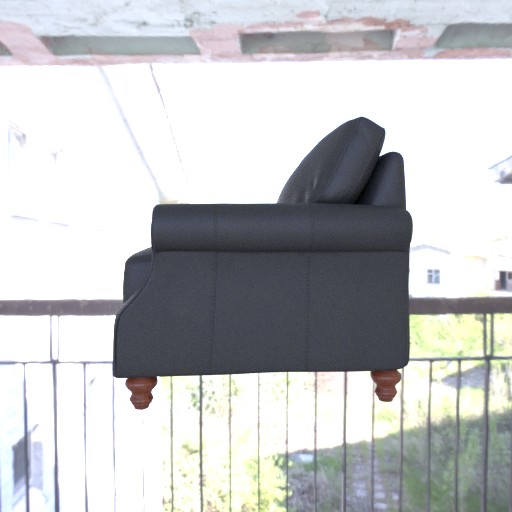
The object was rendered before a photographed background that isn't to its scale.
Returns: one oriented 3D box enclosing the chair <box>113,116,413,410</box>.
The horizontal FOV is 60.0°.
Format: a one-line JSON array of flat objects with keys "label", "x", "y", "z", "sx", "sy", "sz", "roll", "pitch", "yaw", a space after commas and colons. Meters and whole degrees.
[{"label": "chair", "x": 0.000, "y": 0.000, "z": 1.797, "sx": 1.027, "sy": 0.960, "sz": 1.015, "roll": 0, "pitch": 0, "yaw": 0}]
